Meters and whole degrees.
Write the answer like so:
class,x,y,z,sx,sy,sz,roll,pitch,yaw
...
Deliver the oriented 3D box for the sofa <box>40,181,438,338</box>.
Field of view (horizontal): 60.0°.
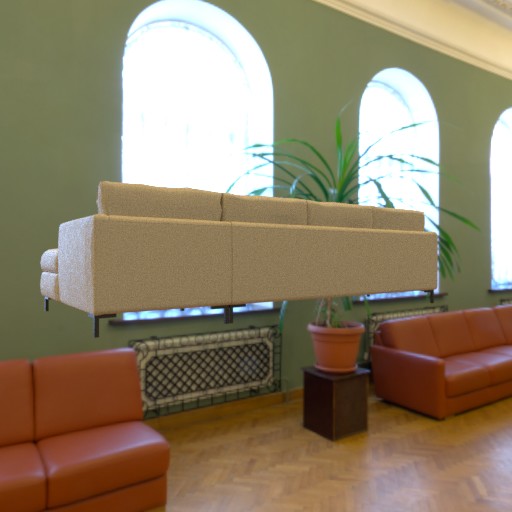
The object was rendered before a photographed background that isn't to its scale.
class,x,y,z,sx,sy,sz,roll,pitch,yaw
sofa,0.000,0.000,3.282,2.731,0.755,1.258,0,0,-35
